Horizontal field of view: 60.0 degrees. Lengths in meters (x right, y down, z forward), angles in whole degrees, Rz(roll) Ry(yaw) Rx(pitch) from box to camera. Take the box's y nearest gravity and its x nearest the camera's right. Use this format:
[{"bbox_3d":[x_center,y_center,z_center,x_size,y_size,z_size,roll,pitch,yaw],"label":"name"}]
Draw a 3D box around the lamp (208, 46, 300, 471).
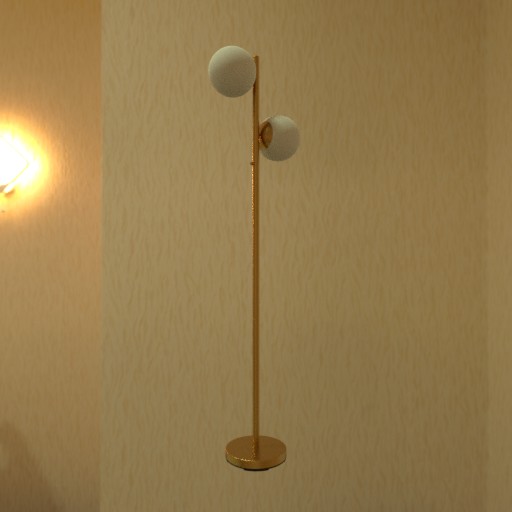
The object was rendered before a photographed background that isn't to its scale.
[{"bbox_3d":[0.000,0.000,1.813,0.419,1.641,0.249,0,-1,-35],"label":"lamp"}]
